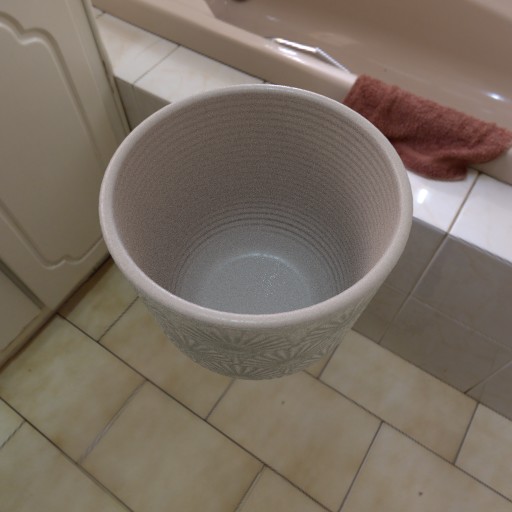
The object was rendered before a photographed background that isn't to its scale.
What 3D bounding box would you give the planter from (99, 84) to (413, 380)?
[{"bbox_3d":[0.000,0.000,0.305,0.170,0.152,0.170,0,58,0],"label":"planter"}]
